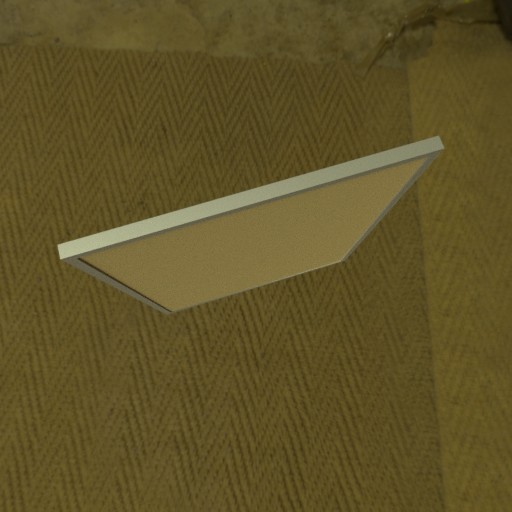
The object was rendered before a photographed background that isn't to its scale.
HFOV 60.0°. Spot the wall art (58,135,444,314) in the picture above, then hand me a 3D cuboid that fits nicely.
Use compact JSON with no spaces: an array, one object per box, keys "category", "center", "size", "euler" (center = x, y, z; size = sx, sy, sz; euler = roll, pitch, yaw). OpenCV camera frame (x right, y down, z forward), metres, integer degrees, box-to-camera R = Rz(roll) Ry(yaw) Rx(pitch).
[{"category":"wall art","center":[0.000,0.000,1.382],"size":[0.789,1.042,0.034],"euler":[-17,77,-4]}]
